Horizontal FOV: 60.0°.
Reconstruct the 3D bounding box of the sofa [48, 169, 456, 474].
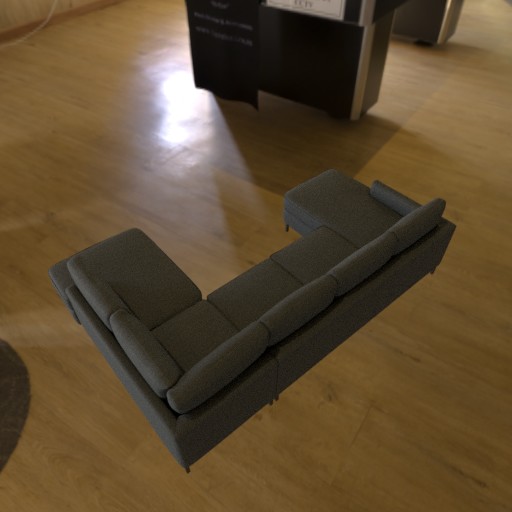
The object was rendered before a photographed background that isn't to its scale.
[{"bbox_3d":[0.000,0.000,3.872,2.975,0.858,1.984,-31,53,-27],"label":"sofa"}]
